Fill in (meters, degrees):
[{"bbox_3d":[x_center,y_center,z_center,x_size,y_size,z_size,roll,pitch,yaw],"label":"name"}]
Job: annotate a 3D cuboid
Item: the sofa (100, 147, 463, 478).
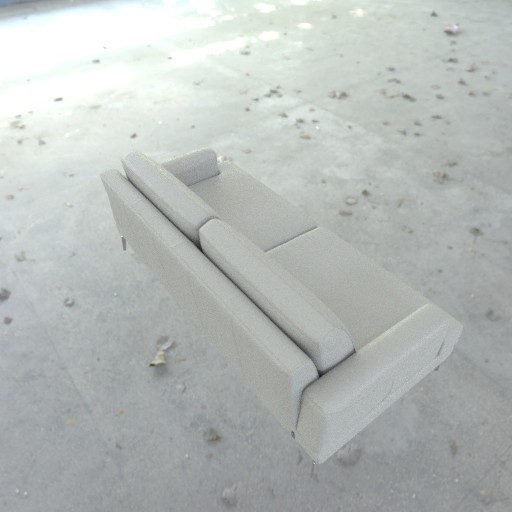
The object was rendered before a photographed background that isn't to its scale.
[{"bbox_3d":[0.000,0.000,2.386,0.974,0.765,1.940,-27,48,-27],"label":"sofa"}]
